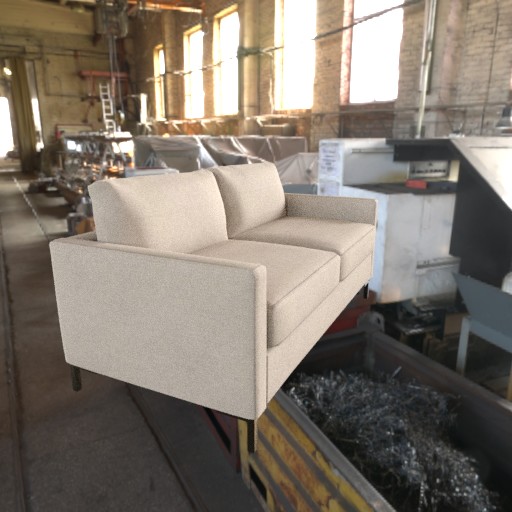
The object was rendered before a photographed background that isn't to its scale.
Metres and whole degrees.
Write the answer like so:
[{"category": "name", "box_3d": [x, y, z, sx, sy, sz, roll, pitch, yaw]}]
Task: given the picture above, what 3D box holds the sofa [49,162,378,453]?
[{"category": "sofa", "box_3d": [0.000, 0.000, 2.186, 0.875, 0.840, 1.682, 8, 17, 26]}]
